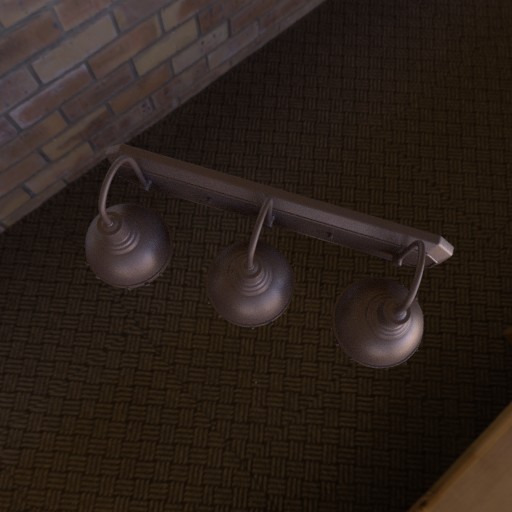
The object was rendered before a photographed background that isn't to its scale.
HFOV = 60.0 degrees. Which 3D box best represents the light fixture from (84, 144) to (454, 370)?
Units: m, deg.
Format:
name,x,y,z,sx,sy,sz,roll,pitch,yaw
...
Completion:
name,x,y,z,sx,sy,sz,roll,pitch,yaw
light fixture,0.000,0.000,0.758,0.634,0.254,0.229,17,75,5
